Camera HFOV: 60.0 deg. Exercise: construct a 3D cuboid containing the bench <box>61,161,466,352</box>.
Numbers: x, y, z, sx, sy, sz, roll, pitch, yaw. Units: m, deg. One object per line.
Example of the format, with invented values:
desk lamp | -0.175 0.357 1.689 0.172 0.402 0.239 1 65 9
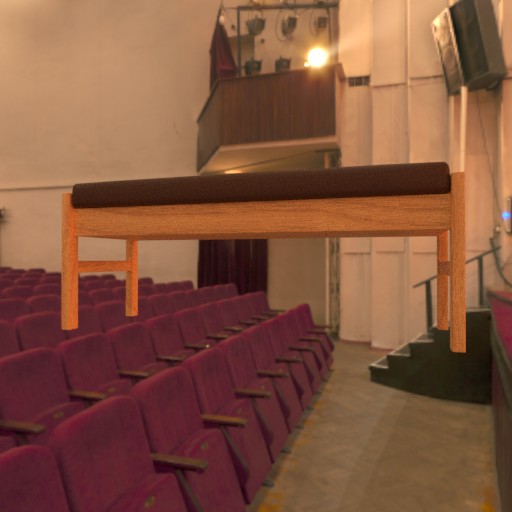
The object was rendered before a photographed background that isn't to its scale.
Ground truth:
bench | 0.000 0.000 1.457 1.200 0.480 0.405 0 0 17
